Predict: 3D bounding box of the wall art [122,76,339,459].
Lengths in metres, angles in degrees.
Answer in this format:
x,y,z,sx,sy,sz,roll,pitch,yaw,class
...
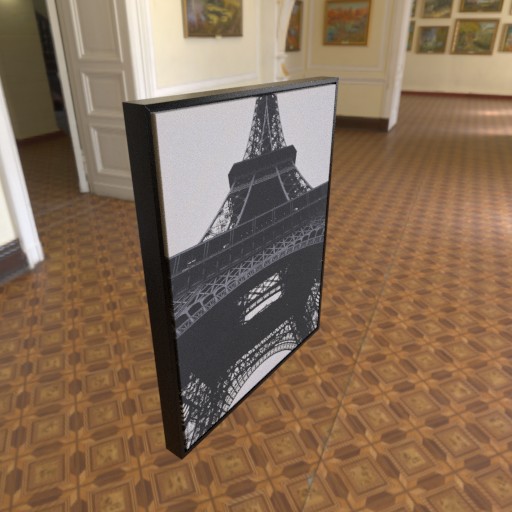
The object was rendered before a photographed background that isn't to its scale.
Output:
x,y,z,sx,sy,sz,roll,pitch,yaw,class
0.000,0.000,0.771,0.039,0.553,0.451,18,32,32,wall art
